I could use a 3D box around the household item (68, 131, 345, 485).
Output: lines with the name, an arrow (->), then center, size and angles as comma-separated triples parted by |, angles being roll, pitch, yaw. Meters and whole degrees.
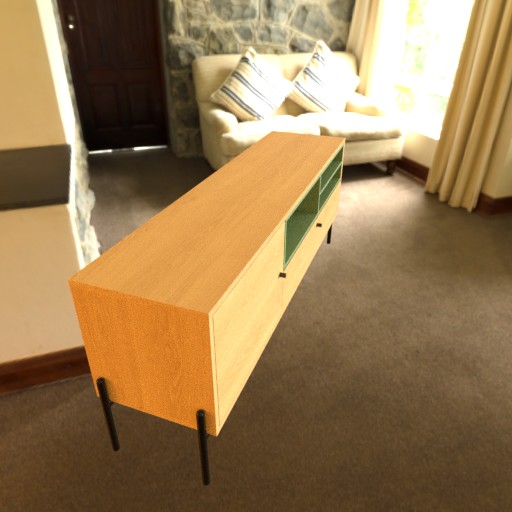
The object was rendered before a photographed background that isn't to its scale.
household item -> 0.000, 0.000, 1.771 | 0.400, 0.600, 1.550 | 11, 32, 18
